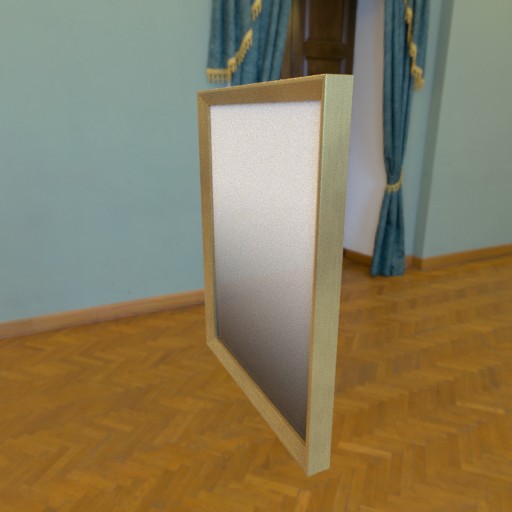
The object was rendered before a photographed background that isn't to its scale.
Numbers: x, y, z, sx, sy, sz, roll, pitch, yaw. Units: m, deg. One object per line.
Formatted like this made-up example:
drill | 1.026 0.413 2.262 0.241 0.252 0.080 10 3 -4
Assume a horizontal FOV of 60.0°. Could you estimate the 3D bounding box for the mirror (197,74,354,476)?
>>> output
mirror | 0.000 0.000 0.707 0.041 0.509 0.406 -8 20 -25
